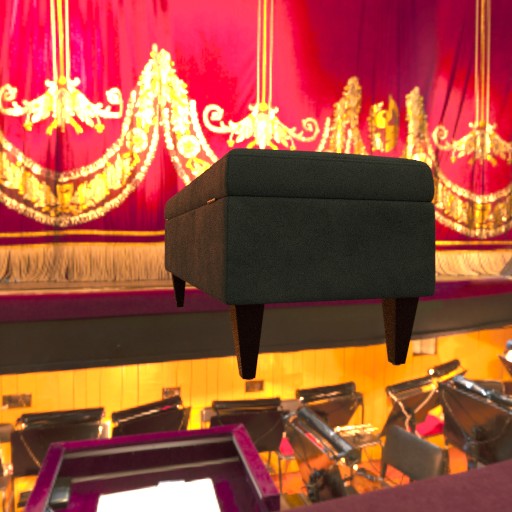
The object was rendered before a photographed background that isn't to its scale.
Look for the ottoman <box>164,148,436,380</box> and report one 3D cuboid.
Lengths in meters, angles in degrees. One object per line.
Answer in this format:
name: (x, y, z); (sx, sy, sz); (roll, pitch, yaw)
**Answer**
ottoman: (0.000, 0.000, 1.443); (0.482, 0.469, 1.151); (-1, 2, -17)
